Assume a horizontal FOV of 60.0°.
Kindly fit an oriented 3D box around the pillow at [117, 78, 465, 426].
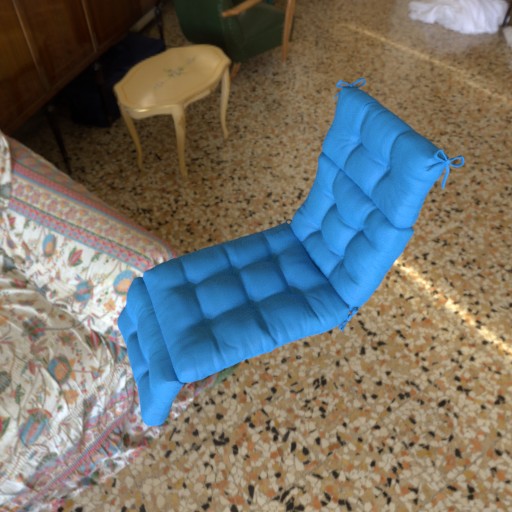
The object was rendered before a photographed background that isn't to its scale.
[{"bbox_3d":[0.000,0.000,1.486,1.016,0.863,0.526,-17,49,-16],"label":"pillow"}]
